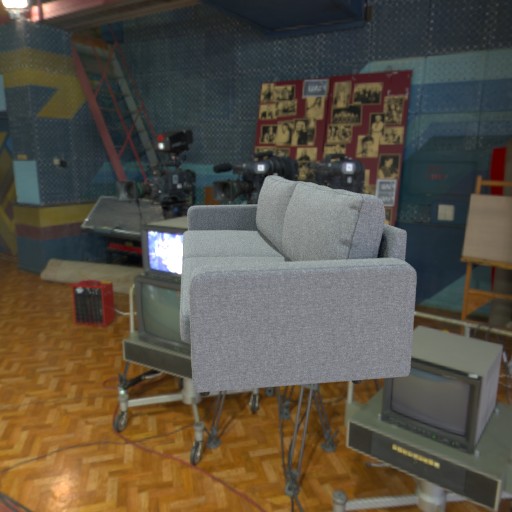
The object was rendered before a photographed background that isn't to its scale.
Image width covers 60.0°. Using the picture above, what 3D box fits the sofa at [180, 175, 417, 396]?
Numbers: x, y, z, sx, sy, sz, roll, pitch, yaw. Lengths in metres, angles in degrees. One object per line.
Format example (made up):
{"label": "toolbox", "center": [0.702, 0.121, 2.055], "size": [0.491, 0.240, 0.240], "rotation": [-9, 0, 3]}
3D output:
{"label": "sofa", "center": [0.000, 0.000, 2.660], "size": [0.880, 0.880, 2.200], "rotation": [-2, 13, -9]}
